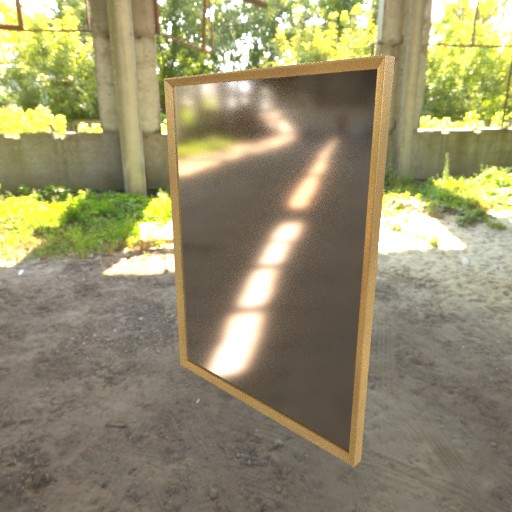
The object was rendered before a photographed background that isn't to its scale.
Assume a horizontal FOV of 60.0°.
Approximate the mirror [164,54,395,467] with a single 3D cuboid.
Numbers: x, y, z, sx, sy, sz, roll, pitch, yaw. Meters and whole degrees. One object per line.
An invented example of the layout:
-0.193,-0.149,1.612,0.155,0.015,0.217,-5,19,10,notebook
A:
0.000,0.000,1.305,0.762,1.016,0.041,16,23,41,mirror
